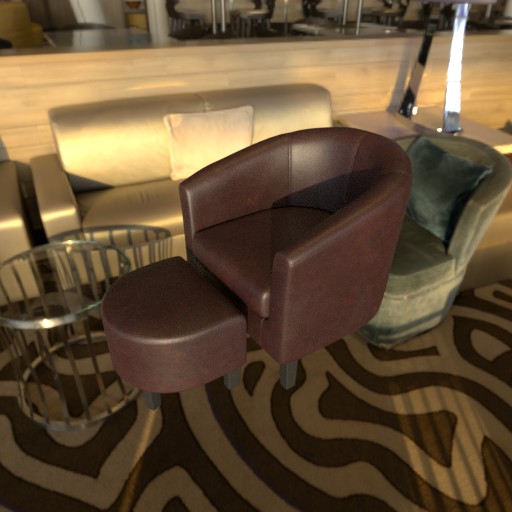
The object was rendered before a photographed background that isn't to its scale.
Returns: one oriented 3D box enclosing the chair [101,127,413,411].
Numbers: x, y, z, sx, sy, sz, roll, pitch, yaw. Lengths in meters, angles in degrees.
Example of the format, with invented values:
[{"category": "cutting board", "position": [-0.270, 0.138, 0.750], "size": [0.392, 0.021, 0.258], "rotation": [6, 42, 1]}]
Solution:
[{"category": "chair", "position": [0.000, 0.000, 1.670], "size": [1.176, 0.755, 0.737], "rotation": [-20, 36, -29]}]
